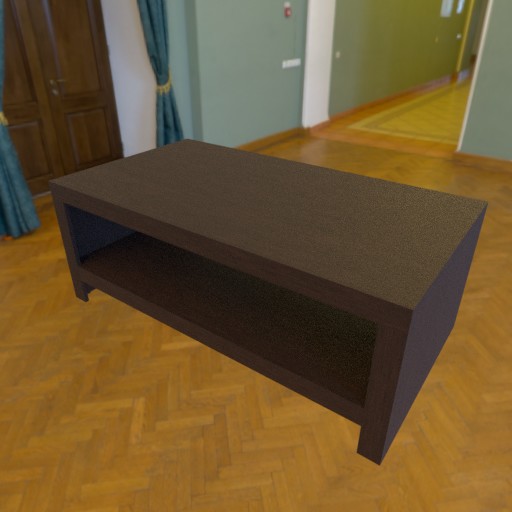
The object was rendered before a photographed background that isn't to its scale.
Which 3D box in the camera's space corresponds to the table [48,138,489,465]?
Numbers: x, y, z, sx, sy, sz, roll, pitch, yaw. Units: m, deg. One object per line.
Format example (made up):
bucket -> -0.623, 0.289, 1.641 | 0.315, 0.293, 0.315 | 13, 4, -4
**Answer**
table -> 0.000, 0.000, 1.357 | 1.099, 0.424, 0.597 | 20, 35, 31
